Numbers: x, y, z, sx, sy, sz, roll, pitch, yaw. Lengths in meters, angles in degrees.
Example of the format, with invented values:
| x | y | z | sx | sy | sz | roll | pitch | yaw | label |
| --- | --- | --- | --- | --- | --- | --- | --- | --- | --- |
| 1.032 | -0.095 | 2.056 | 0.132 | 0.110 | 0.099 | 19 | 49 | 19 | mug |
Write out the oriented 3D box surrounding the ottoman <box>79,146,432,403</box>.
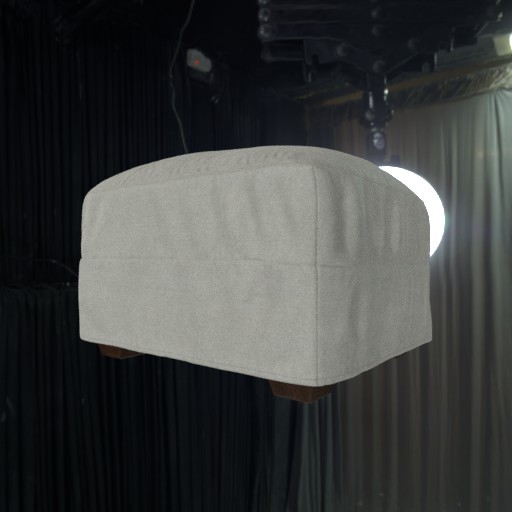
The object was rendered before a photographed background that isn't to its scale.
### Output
| x | y | z | sx | sy | sz | roll | pitch | yaw | label |
| --- | --- | --- | --- | --- | --- | --- | --- | --- | --- |
| 0.000 | 0.000 | 1.081 | 0.712 | 0.480 | 0.584 | 0 | 0 | 37 | ottoman |
